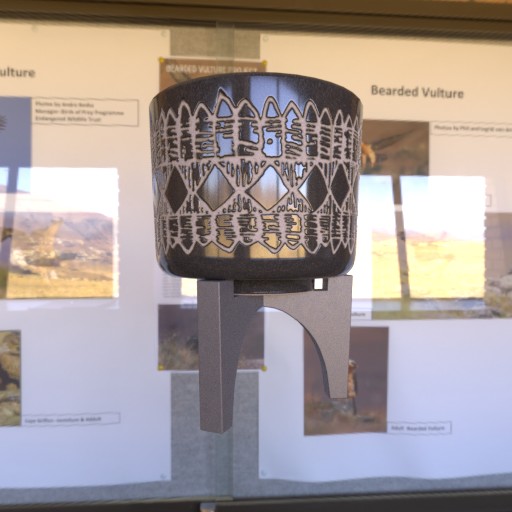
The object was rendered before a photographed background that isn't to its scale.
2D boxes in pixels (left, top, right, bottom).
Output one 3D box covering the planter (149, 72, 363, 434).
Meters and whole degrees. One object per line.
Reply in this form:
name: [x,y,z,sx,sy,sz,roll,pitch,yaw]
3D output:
planter: [0.000,0.000,0.275,0.129,0.177,0.129,0,1,0]
